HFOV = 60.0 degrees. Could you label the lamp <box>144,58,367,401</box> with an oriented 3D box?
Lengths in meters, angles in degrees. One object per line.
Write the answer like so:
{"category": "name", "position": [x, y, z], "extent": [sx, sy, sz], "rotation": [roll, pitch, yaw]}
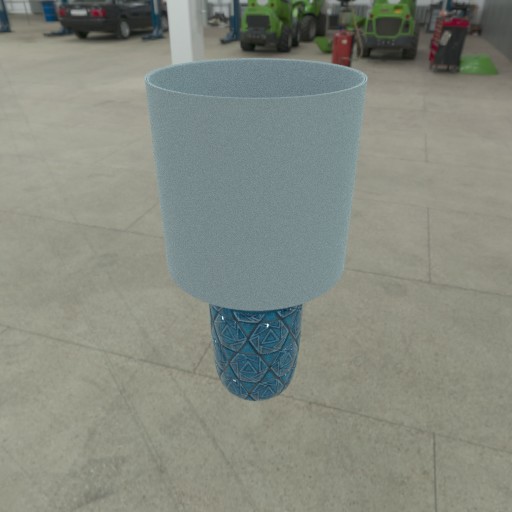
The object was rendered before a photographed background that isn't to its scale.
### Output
{"category": "lamp", "position": [0.000, 0.000, 0.490], "extent": [0.193, 0.377, 0.193], "rotation": [-9, 33, -15]}
